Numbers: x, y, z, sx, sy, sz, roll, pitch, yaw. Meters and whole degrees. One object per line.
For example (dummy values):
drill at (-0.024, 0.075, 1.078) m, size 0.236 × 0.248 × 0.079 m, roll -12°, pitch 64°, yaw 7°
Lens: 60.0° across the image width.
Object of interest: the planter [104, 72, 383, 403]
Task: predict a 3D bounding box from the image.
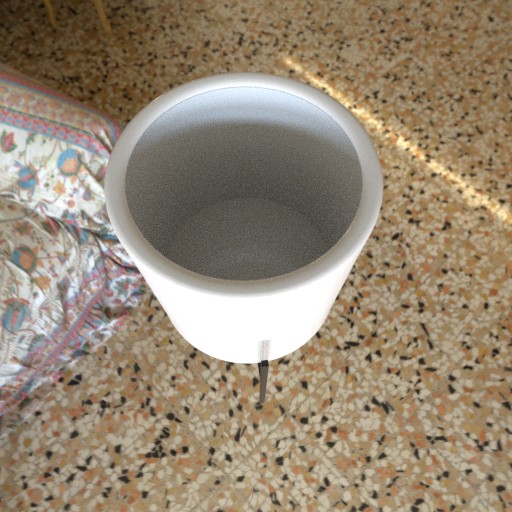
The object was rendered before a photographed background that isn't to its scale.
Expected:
planter at (0.000, 0.000, 0.641) m, size 0.308 × 0.431 × 0.307 m, roll -30°, pitch 68°, yaw -14°
